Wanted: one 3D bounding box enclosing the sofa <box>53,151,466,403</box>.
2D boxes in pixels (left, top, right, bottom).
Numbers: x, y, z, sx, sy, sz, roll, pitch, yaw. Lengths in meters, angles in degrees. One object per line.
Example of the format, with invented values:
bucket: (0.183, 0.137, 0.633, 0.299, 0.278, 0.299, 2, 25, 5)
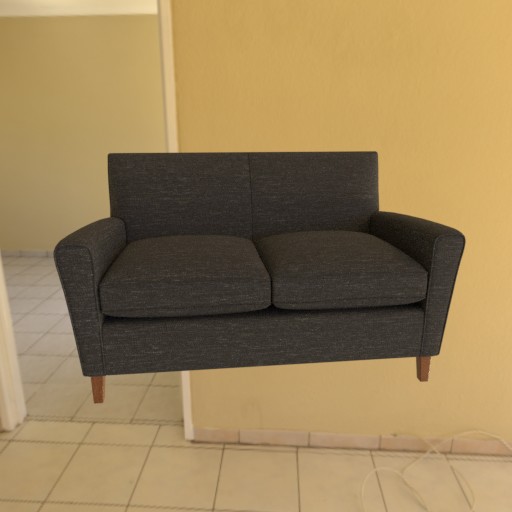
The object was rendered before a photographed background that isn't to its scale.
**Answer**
sofa: (0.000, 0.000, 1.952, 1.420, 0.846, 0.875, -2, 17, -6)
